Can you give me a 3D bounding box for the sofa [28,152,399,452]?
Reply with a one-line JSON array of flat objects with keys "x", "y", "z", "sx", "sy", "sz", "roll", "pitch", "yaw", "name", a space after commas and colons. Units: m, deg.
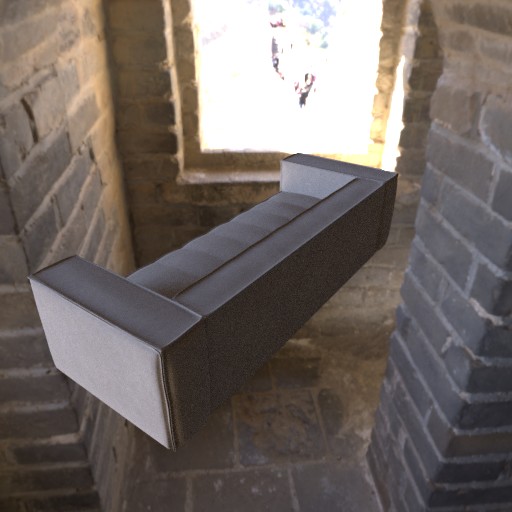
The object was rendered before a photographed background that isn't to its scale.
[{"x": 0.000, "y": 0.000, "z": 3.099, "sx": 1.038, "sy": 0.680, "sz": 2.697, "roll": 20, "pitch": 35, "yaw": 31, "name": "sofa"}]
